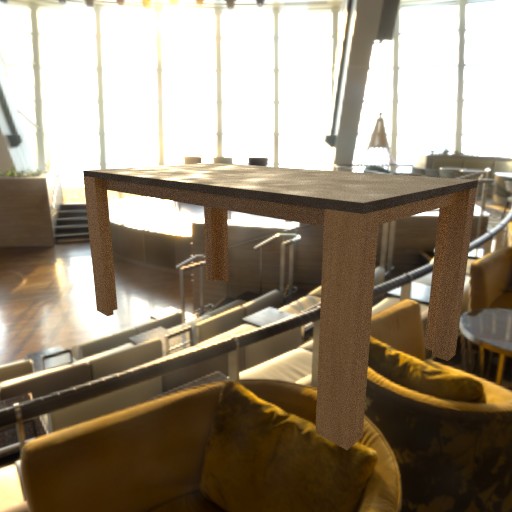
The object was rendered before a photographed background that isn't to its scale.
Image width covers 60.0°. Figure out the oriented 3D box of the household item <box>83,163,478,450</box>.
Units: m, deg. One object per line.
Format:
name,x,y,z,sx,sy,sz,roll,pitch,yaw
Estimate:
household item,0.000,0.000,2.079,1.600,0.755,0.850,14,21,42
